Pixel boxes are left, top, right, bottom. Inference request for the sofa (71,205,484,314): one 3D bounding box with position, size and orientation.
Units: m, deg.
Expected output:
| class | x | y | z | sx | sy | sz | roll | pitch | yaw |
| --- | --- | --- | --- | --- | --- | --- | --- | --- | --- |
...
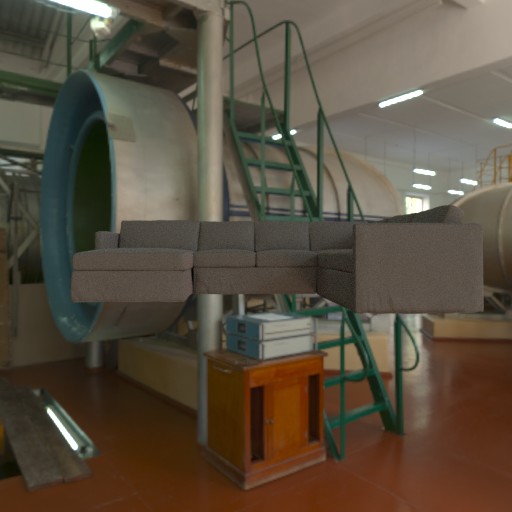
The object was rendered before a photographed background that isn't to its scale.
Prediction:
| class | x | y | z | sx | sy | sz | roll | pitch | yaw |
| --- | --- | --- | --- | --- | --- | --- | --- | --- | --- |
| sofa | 0.000 | 0.000 | 4.595 | 3.528 | 0.878 | 2.476 | 0 | 1 | -3 |
